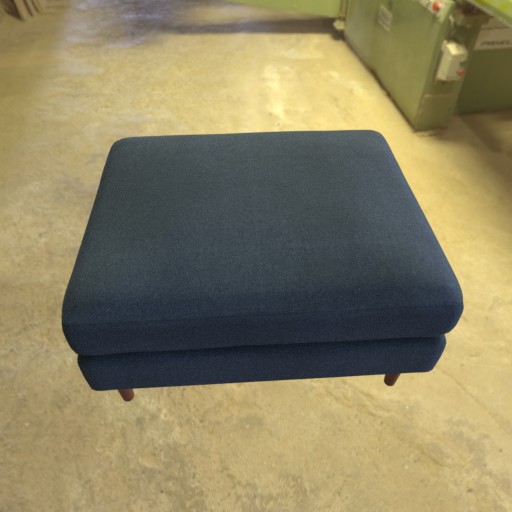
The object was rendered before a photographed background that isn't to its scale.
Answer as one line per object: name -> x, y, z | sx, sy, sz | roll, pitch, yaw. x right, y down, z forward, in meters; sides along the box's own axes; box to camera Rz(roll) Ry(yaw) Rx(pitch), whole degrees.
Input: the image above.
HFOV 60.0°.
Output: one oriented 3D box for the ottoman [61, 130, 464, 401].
ottoman -> 0.000, 0.000, 1.225 | 0.821, 0.474, 0.693 | -3, 45, -3
